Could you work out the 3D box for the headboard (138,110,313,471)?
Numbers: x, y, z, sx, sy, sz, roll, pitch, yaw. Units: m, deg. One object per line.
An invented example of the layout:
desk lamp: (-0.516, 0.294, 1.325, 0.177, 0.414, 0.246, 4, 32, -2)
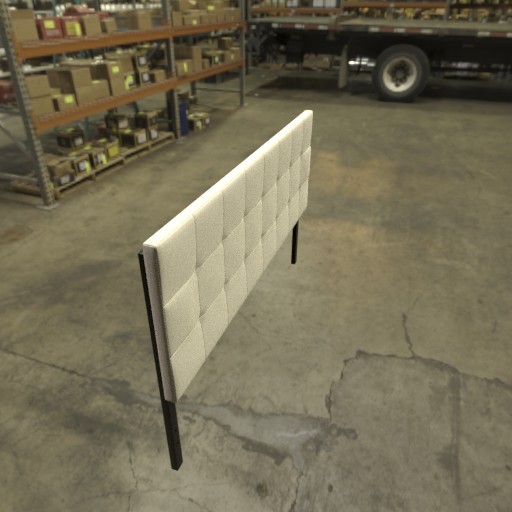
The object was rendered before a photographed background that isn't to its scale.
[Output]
headboard: (0.000, 0.000, 2.943, 0.120, 1.410, 2.362, 11, 32, 18)
